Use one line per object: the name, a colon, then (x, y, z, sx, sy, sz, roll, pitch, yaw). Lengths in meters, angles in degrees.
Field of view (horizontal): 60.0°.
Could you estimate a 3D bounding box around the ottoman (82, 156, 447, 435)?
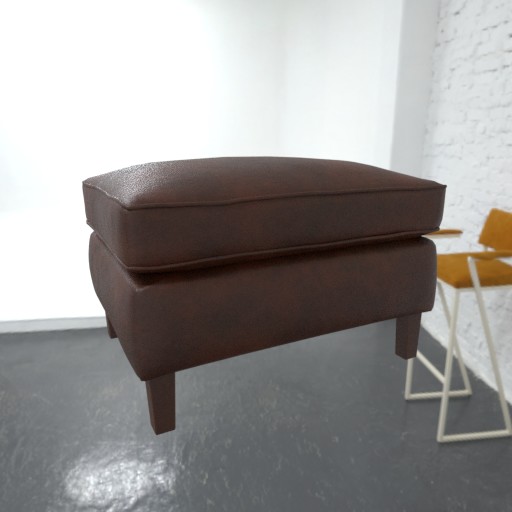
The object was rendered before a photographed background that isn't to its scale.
ottoman: (0.000, 0.000, 0.987, 0.665, 0.432, 0.501, -8, 17, -26)
